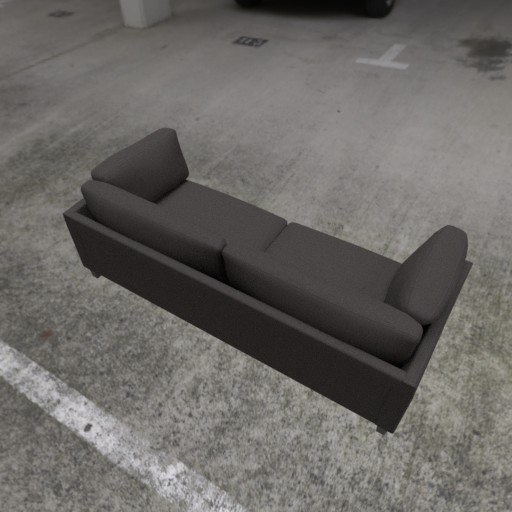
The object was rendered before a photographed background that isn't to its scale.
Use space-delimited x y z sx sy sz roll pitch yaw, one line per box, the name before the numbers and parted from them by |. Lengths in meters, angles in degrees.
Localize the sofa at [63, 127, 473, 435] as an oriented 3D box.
sofa | 0.000 0.000 2.772 2.312 0.792 0.969 24 50 22
